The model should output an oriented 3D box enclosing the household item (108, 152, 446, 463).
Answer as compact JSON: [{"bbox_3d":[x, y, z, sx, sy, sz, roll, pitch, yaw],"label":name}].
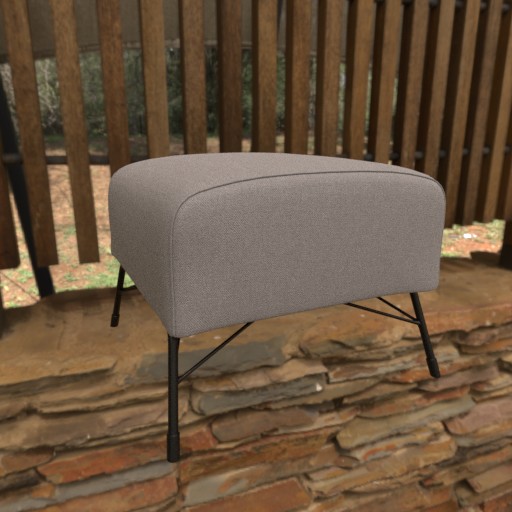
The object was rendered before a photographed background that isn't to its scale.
[{"bbox_3d":[0.000,0.000,0.905,0.530,0.410,0.530,-7,16,-25],"label":"household item"}]
